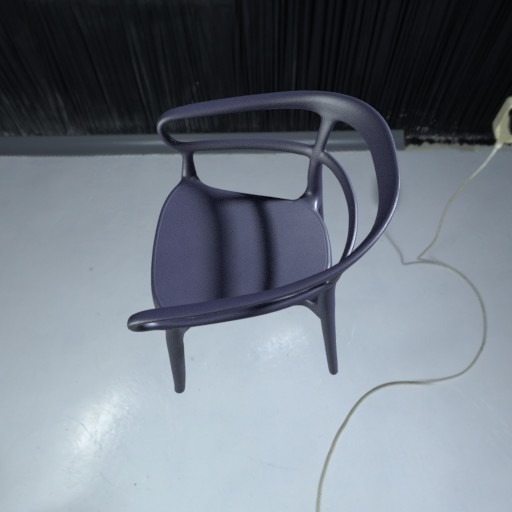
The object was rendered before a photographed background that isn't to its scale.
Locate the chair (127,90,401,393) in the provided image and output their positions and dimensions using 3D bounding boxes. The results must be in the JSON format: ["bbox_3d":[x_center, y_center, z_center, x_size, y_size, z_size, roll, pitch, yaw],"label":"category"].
[{"bbox_3d":[0.000,0.000,1.153,0.527,0.761,0.559,0,60,0],"label":"chair"}]
